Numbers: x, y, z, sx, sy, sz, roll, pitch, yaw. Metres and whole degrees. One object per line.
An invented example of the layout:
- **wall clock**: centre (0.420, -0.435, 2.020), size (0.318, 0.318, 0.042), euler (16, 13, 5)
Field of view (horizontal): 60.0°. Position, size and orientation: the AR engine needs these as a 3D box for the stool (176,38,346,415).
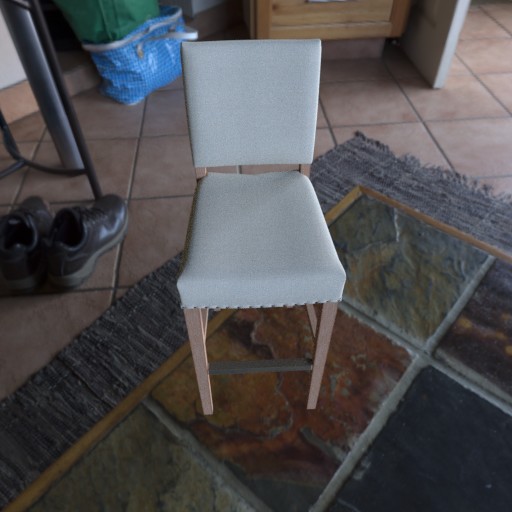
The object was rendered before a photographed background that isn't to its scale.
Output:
- **stool**: centre (0.000, 0.000, 1.416), size (0.428, 1.143, 0.546), euler (-2, 47, -2)
